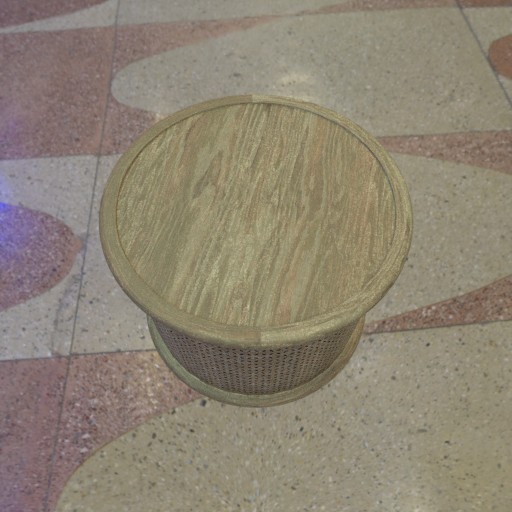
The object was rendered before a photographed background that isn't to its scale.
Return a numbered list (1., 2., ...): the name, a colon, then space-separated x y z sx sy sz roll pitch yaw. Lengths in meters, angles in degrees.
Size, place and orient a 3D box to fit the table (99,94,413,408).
1. table: 0.000 0.000 1.053 0.607 0.450 0.607 0 59 0
